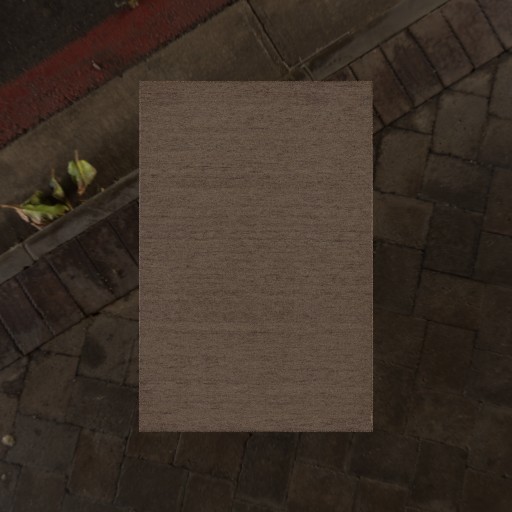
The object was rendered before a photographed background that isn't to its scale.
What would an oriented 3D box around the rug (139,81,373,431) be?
[{"bbox_3d":[0.000,0.000,2.332,1.225,0.013,1.840,0,90,0],"label":"rug"}]
